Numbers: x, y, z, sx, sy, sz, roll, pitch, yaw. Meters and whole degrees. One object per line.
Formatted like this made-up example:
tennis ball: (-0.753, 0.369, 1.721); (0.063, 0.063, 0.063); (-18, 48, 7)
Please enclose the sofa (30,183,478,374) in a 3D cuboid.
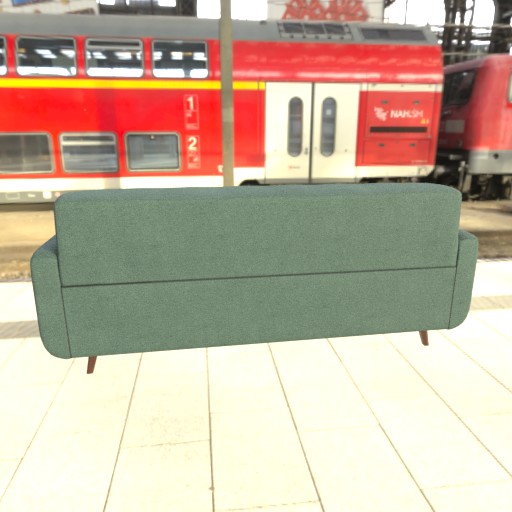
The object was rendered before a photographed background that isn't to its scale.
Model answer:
sofa: (0.000, 0.000, 2.427); (2.029, 0.841, 0.909); (-3, 16, -9)
